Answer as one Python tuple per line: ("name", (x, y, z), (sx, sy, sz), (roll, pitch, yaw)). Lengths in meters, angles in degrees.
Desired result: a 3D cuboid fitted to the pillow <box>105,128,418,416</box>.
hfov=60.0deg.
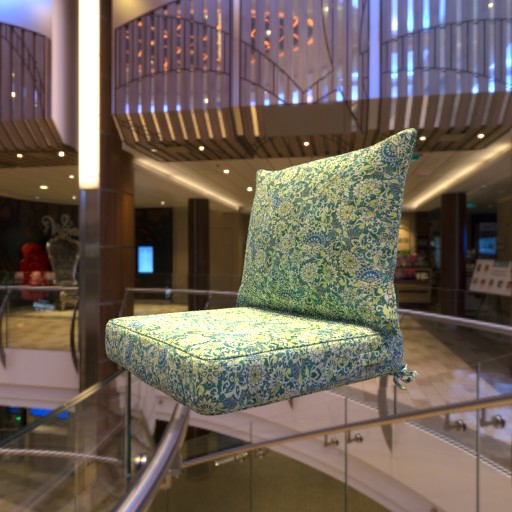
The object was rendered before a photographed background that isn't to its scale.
("pillow", (0.000, 0.000, 1.374), (0.740, 0.722, 0.798), (0, 0, -36))
